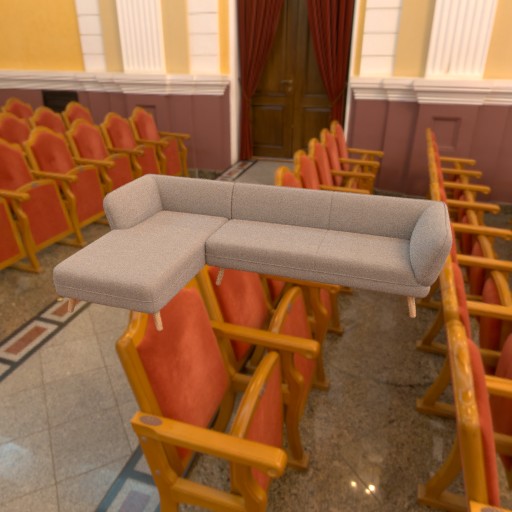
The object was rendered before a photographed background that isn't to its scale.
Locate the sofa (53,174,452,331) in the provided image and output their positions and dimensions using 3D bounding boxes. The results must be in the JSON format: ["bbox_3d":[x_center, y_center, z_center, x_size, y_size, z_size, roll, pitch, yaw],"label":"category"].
[{"bbox_3d":[0.000,0.000,3.325,2.653,0.693,1.532,8,27,17],"label":"sofa"}]
